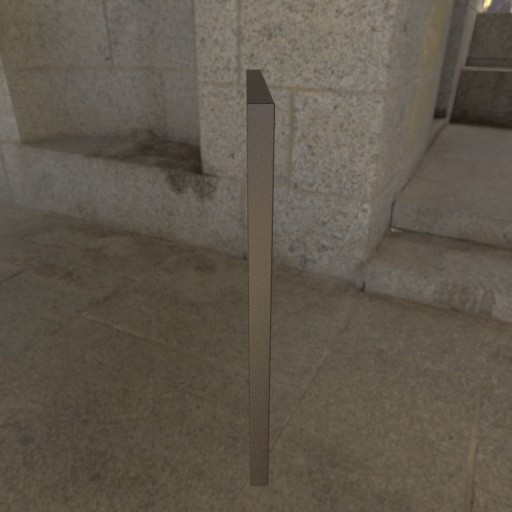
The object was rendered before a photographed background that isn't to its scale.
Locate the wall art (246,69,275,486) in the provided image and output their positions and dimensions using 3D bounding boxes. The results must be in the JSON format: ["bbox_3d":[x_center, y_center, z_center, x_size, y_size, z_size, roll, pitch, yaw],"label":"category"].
[{"bbox_3d":[0.000,0.000,0.747,0.028,0.551,0.451,-1,27,-1],"label":"wall art"}]
